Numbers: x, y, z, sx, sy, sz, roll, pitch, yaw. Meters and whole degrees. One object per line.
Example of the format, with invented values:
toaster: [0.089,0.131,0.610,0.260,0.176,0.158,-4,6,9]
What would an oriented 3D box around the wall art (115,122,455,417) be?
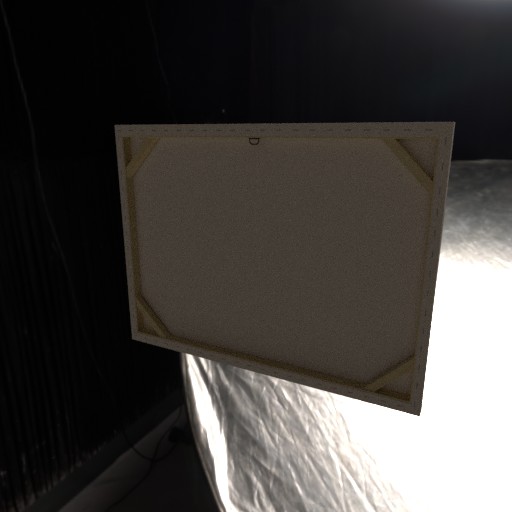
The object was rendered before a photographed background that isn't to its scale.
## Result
wall art: [0.000,0.000,1.335,1.016,0.762,0.038,8,17,26]
